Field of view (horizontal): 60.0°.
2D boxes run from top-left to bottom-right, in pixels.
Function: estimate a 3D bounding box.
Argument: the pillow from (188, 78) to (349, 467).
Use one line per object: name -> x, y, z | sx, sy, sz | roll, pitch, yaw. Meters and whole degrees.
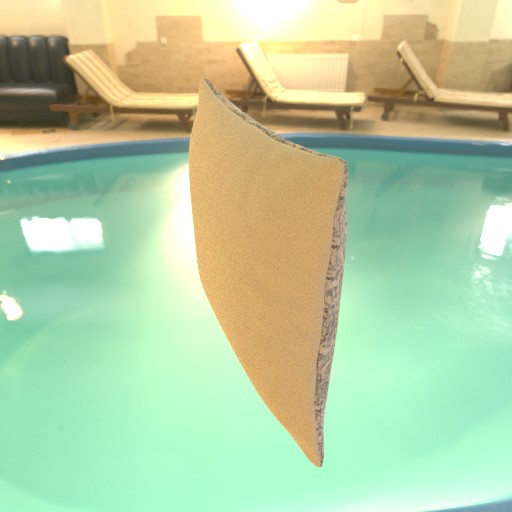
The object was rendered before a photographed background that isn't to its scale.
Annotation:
pillow -> 0.000, 0.000, 0.780 | 0.166, 0.510, 0.523 | -12, 33, -19
